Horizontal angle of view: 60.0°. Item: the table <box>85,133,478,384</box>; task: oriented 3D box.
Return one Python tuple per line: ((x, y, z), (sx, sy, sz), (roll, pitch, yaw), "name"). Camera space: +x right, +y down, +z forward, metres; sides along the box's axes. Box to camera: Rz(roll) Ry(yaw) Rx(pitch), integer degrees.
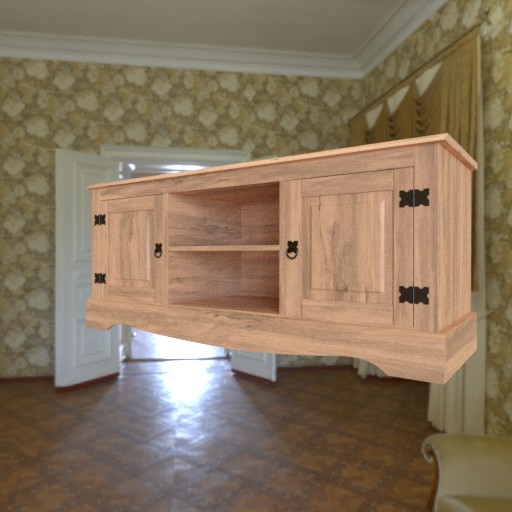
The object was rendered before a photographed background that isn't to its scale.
((0.000, 0.000, 1.395), (1.200, 0.510, 0.400), (0, 0, 35), "table")
